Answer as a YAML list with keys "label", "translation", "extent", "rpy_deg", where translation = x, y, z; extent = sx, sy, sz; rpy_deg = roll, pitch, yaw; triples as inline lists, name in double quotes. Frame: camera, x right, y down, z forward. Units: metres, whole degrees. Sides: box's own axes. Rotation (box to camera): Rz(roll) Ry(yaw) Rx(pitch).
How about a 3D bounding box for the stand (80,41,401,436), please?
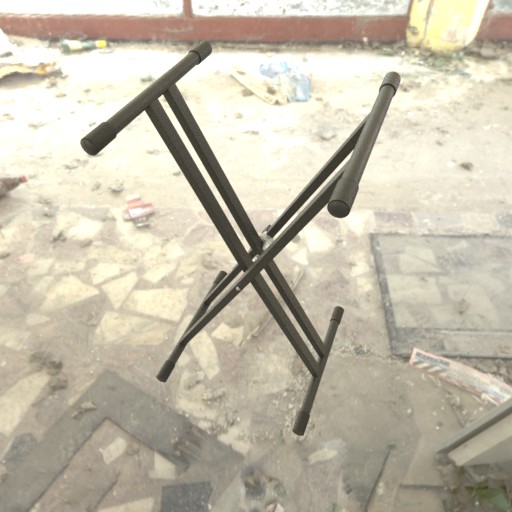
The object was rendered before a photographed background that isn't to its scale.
- label: "stand"
  translation: [0.000, 0.000, 1.213]
  extent: [0.503, 0.900, 0.495]
  rpy_deg: [16, 49, 15]
